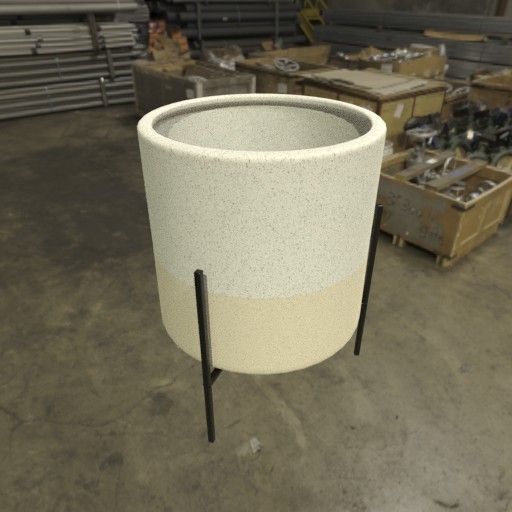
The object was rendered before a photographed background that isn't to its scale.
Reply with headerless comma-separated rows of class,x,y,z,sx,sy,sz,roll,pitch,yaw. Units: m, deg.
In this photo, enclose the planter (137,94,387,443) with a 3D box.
planter,0.000,0.000,0.679,0.313,0.423,0.335,-21,37,-31
